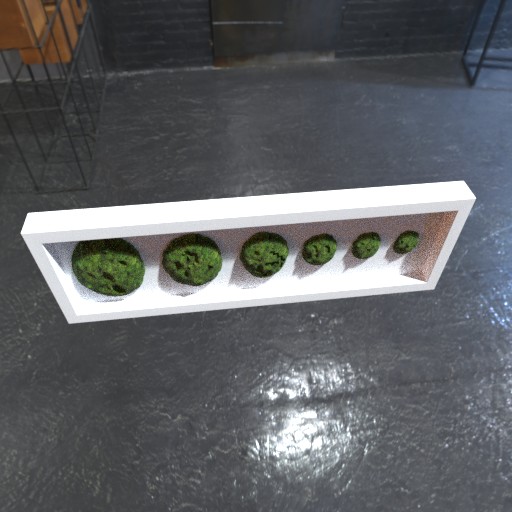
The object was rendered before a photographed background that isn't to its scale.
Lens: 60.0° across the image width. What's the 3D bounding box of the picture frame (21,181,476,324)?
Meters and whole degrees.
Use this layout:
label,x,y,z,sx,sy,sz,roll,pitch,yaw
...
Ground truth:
label,x,y,z,sx,sy,sz,roll,pitch,yaw
picture frame,0.000,0.000,0.842,0.759,0.250,0.050,-5,47,-5
